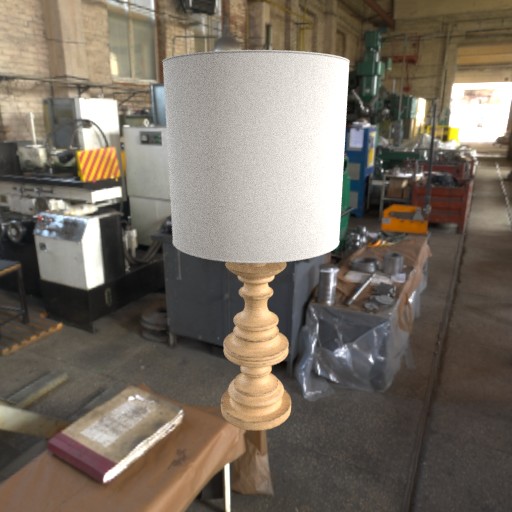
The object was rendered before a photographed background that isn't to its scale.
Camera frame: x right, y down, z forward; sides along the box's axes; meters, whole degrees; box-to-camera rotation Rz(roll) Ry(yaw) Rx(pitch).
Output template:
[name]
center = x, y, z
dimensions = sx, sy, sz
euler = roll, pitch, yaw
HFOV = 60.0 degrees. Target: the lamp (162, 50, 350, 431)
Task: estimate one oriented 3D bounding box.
[lamp]
center = 0.000, 0.000, 0.569
dimensions = 0.208, 0.455, 0.208
euler = -2, 17, -7
